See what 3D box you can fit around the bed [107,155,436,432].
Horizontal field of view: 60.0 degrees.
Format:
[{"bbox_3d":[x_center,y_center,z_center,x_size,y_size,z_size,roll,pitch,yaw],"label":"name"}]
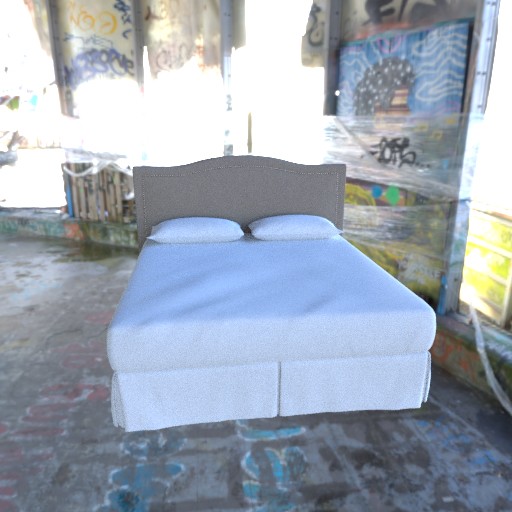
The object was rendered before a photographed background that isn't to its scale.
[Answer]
[{"bbox_3d":[0.000,0.000,3.490,2.083,1.421,2.182,-2,17,-7],"label":"bed"}]
